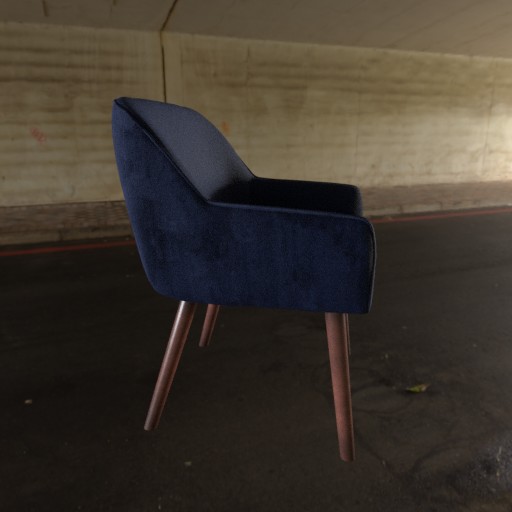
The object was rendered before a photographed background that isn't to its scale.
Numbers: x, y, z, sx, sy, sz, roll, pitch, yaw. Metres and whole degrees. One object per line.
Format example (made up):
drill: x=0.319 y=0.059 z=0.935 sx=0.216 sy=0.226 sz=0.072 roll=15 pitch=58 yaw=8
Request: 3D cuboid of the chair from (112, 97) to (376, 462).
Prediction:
chair: x=0.000 y=0.000 z=1.232 sx=0.600 sy=0.820 sz=0.600 roll=3 pitch=16 yaw=10
